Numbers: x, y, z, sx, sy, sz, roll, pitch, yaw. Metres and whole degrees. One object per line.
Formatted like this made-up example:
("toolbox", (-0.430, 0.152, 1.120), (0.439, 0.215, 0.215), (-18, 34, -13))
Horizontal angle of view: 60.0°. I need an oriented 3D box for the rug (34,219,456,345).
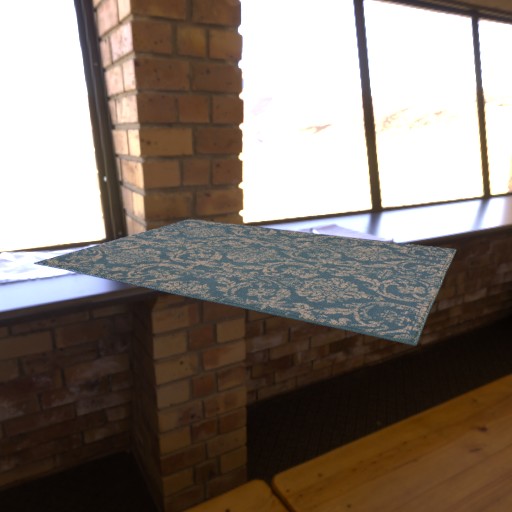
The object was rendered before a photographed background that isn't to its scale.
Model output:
("rug", (0.000, 0.000, 2.813), (2.205, 0.012, 1.554), (8, 18, 27))
